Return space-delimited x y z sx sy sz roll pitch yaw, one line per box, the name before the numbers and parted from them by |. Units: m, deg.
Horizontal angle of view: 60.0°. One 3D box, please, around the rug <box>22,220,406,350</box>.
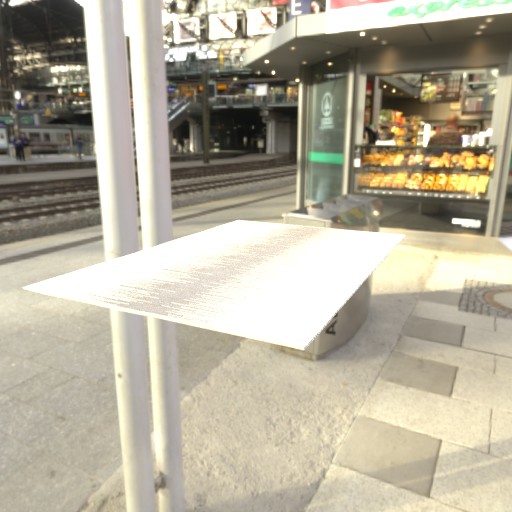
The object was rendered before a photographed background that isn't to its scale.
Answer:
rug | 0.000 0.000 2.314 1.226 0.007 1.815 7 16 26
